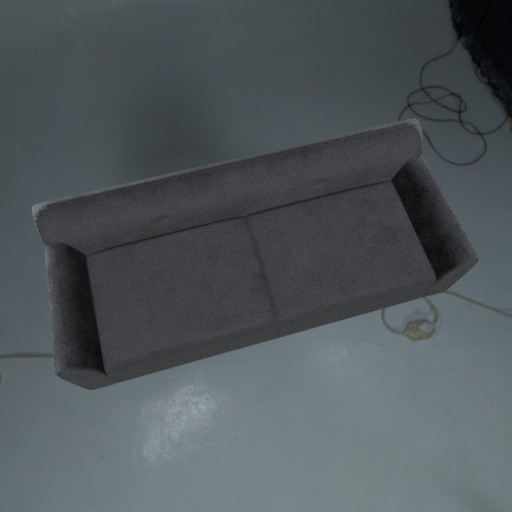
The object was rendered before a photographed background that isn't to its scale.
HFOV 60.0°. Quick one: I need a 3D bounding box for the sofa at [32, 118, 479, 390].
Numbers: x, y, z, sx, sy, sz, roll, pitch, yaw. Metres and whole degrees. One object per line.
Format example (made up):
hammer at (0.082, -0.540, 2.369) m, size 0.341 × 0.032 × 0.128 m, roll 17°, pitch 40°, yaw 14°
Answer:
sofa at (0.000, 0.000, 2.554) m, size 2.190 × 0.740 × 0.900 m, roll -14°, pitch 65°, yaw -7°
